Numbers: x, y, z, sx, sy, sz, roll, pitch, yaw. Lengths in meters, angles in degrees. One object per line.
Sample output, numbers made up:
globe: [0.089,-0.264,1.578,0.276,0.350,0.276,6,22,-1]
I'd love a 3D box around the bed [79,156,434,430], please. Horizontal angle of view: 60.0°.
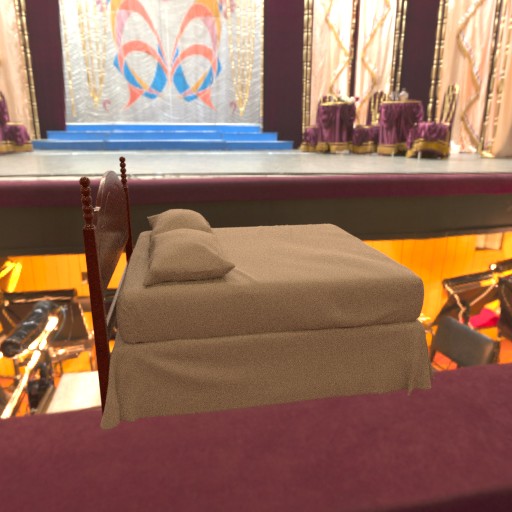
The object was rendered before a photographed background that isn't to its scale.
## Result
bed: [0.000,0.000,3.256,2.040,1.356,1.873,-3,16,-9]
